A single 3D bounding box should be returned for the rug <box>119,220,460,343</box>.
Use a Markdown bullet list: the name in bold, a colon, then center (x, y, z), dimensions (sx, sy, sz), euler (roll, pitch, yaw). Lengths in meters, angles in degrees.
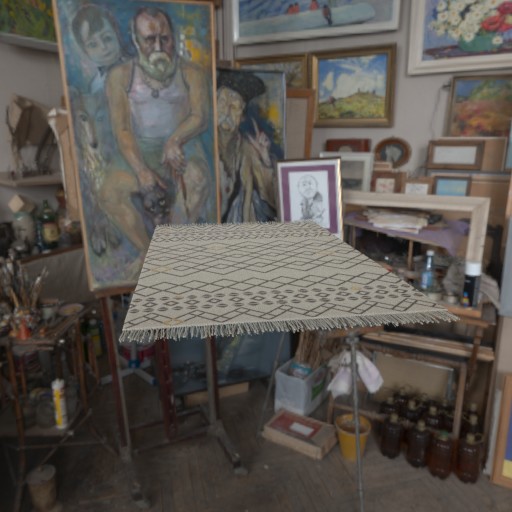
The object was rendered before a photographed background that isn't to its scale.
- **rug**: center (0.000, 0.000, 3.051), dimensions (1.495, 0.035, 2.472), euler (-2, 15, -8)
